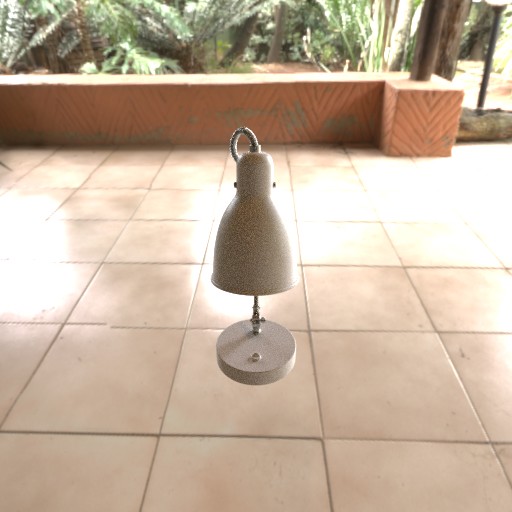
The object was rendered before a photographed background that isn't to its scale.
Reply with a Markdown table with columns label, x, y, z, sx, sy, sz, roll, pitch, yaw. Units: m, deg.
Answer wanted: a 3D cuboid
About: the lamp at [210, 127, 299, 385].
| label | x | y | z | sx | sy | sz | roll | pitch | yaw |
| --- | --- | --- | --- | --- | --- | --- | --- | --- | --- |
| lamp | 0.000 | 0.000 | 0.882 | 0.187 | 0.587 | 0.561 | 0 | 30 | 0 |
